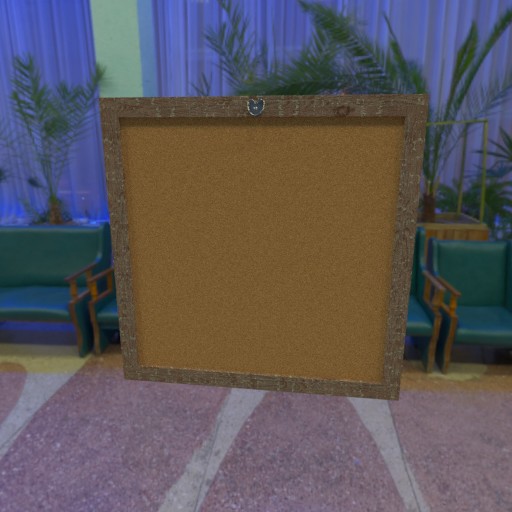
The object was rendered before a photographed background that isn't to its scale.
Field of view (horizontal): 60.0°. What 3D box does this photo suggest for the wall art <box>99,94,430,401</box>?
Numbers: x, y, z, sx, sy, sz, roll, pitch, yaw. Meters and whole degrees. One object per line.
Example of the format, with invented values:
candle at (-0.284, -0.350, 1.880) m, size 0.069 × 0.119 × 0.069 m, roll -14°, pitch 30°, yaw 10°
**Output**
wall art at (0.000, 0.000, 0.559) m, size 0.380 × 0.380 × 0.022 m, roll 2°, pitch 16°, yaw 8°
